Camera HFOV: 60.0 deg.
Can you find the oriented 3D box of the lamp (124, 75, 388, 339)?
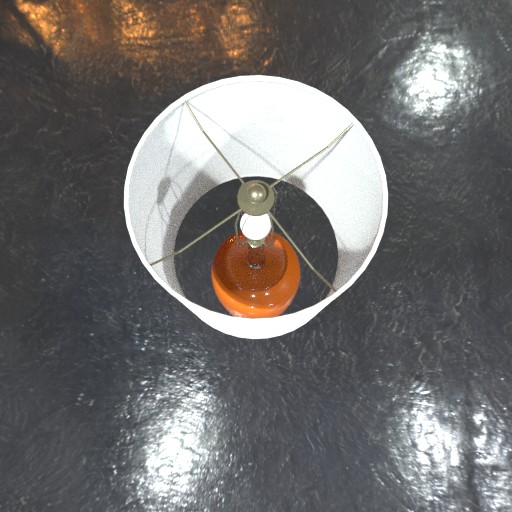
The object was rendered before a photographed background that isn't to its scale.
[{"bbox_3d":[0.000,0.000,1.124,0.418,0.871,0.418,2,76,0],"label":"lamp"}]
